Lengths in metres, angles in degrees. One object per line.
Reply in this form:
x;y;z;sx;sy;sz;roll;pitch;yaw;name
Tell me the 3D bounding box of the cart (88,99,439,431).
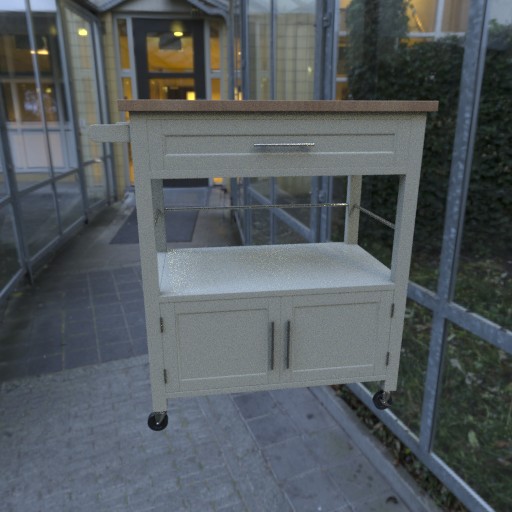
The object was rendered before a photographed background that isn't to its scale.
0.000;0.000;1.379;0.840;0.901;0.459;-2;18;-8;cart
